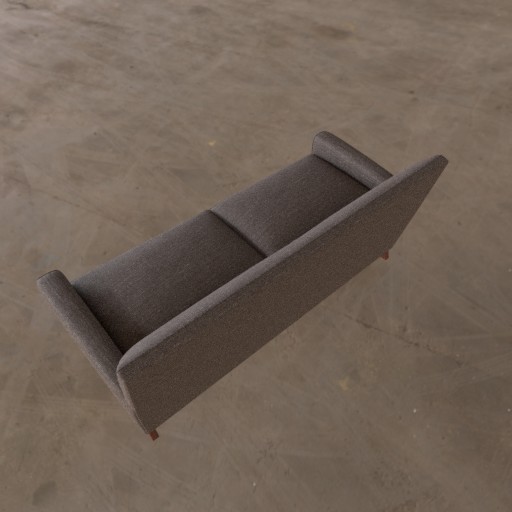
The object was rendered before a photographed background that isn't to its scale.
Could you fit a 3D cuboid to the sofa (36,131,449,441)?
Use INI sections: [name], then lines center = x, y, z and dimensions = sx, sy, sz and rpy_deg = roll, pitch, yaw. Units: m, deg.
[sofa]
center = 0.000, 0.000, 2.392
dimensions = 1.976, 0.846, 0.875
rpy_deg = -32, 55, -27
